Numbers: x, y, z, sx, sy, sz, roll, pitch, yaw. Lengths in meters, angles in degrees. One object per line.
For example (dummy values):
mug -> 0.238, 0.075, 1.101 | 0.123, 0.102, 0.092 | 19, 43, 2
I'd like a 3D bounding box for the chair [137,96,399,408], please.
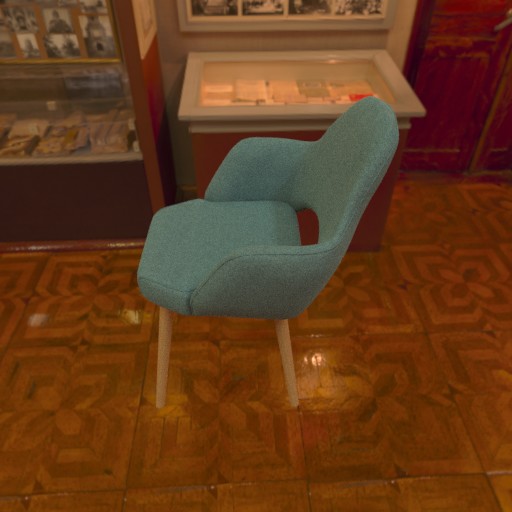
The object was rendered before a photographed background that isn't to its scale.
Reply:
chair -> 0.000, 0.000, 1.343 | 0.666, 0.920, 0.589 | 0, 41, -1
